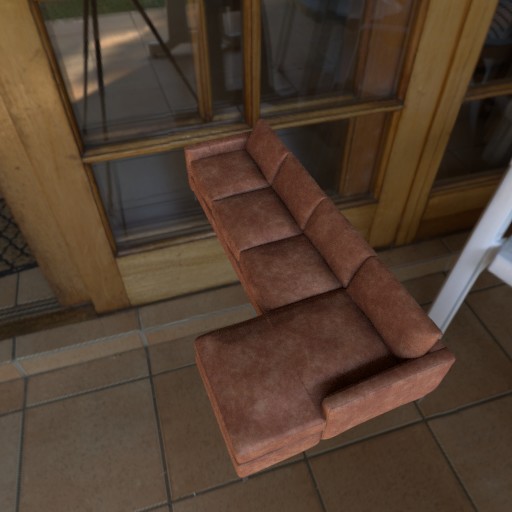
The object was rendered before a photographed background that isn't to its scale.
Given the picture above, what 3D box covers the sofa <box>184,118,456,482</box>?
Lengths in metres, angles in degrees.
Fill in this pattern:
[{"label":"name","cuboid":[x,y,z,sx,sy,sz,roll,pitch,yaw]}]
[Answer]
[{"label":"sofa","cuboid":[0.000,0.000,3.660,1.471,0.859,2.993,-17,49,-15]}]
